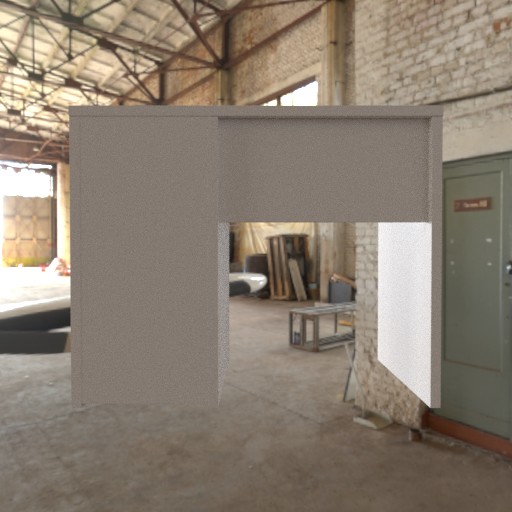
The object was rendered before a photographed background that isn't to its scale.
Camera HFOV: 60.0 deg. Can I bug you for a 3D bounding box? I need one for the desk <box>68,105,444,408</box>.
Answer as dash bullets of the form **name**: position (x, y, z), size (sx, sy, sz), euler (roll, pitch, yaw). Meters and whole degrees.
- **desk**: position (0.000, 0.000, 1.308), size (0.898, 0.730, 0.482), euler (0, 1, 0)
